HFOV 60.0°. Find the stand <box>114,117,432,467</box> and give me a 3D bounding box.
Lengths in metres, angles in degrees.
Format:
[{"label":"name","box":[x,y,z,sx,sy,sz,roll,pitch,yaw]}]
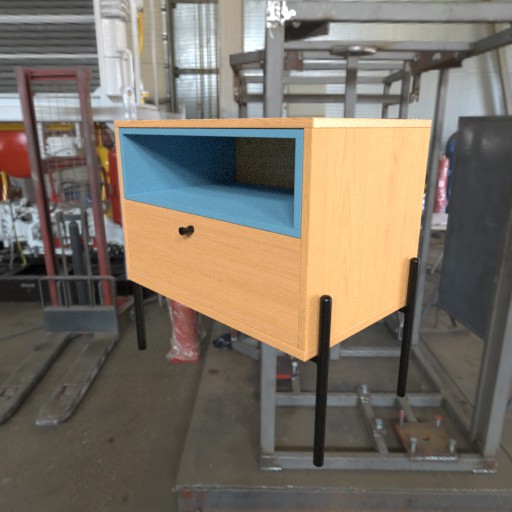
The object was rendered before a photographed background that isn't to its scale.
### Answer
[{"label":"stand","box":[0.000,0.000,1.025,0.400,0.600,0.630,-15,22,-42]}]
